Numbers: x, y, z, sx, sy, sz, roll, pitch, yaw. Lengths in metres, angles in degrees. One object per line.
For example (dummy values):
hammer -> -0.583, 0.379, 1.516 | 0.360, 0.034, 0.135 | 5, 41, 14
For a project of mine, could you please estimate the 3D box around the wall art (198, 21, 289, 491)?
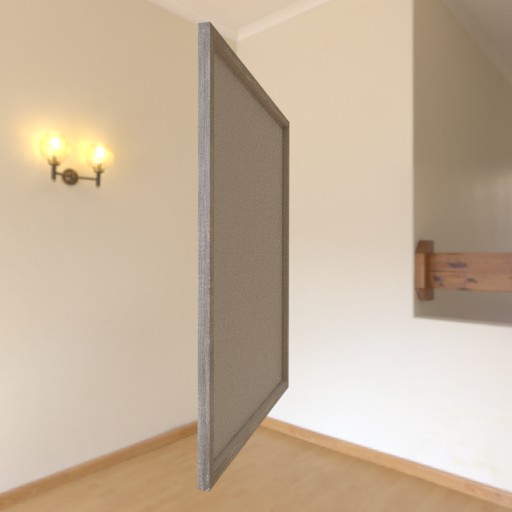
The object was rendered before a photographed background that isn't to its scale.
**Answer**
wall art -> 0.000, 0.000, 1.340 | 0.035, 1.022, 0.781 | 0, 1, 17
